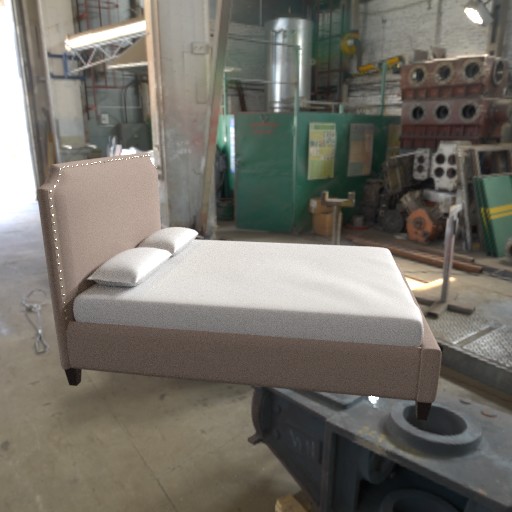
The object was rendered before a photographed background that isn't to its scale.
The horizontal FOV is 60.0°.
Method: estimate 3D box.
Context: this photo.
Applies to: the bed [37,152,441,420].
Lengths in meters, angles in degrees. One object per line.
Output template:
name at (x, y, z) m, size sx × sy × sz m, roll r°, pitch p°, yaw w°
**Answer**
bed at (0.000, 0.000, 3.354) m, size 2.372 × 1.443 × 1.713 m, roll 3°, pitch 16°, yaw 9°
